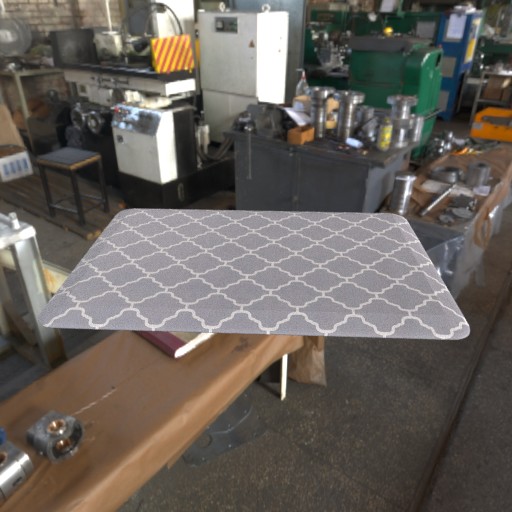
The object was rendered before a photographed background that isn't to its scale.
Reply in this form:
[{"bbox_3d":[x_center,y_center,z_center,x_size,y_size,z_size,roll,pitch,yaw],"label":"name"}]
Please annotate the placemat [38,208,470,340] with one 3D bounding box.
[{"bbox_3d":[0.000,0.000,0.971,0.762,0.021,0.508,1,30,2],"label":"placemat"}]
